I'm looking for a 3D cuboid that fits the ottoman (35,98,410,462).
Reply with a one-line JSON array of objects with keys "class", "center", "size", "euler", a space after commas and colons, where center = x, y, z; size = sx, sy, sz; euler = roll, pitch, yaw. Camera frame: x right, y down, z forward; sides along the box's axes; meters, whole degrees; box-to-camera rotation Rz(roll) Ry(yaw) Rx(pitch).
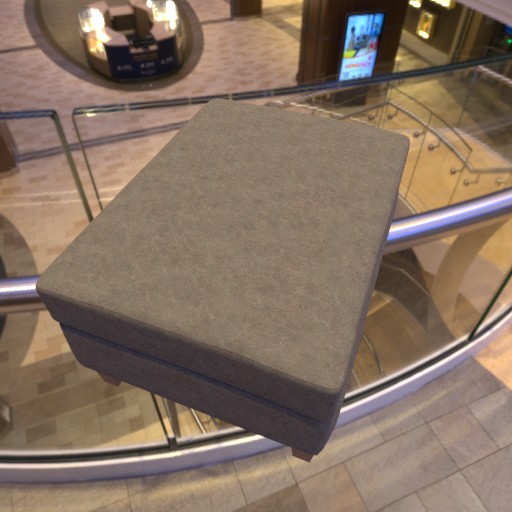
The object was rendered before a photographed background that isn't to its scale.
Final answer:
[{"class": "ottoman", "center": [0.000, 0.000, 1.199], "size": [0.639, 0.464, 0.839], "euler": [16, 48, 15]}]
